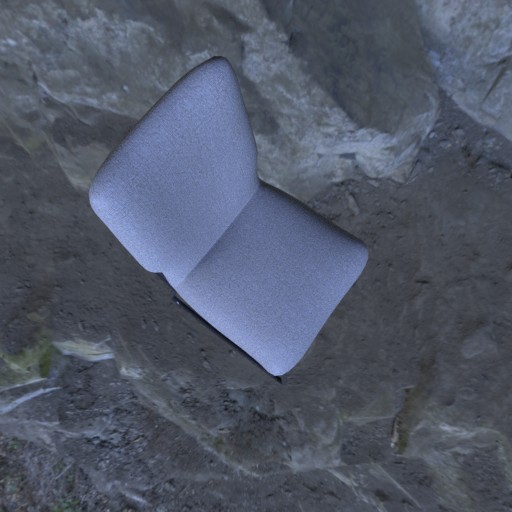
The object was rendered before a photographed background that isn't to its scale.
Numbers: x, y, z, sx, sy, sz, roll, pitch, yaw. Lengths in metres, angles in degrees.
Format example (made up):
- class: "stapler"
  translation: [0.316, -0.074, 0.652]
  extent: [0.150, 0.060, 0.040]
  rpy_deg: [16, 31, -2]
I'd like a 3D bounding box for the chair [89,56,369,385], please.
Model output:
- class: "chair"
  translation: [0.000, 0.000, 1.202]
  extent: [0.560, 0.864, 0.448]
  rpy_deg: [36, 77, 10]
